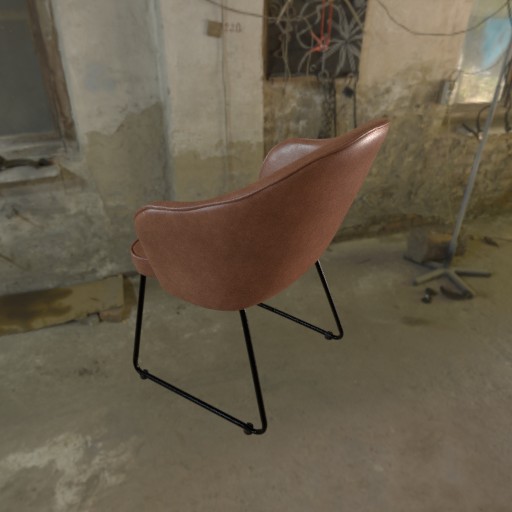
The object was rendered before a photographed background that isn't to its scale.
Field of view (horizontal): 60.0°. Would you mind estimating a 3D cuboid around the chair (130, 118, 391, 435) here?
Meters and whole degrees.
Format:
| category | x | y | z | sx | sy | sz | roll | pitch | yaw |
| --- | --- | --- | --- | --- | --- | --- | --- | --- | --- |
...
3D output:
| category | x | y | z | sx | sy | sz | roll | pitch | yaw |
| --- | --- | --- | --- | --- | --- | --- | --- | --- | --- |
| chair | 0.000 | 0.000 | 1.192 | 0.580 | 0.785 | 0.582 | 20 | 36 | 29 |
